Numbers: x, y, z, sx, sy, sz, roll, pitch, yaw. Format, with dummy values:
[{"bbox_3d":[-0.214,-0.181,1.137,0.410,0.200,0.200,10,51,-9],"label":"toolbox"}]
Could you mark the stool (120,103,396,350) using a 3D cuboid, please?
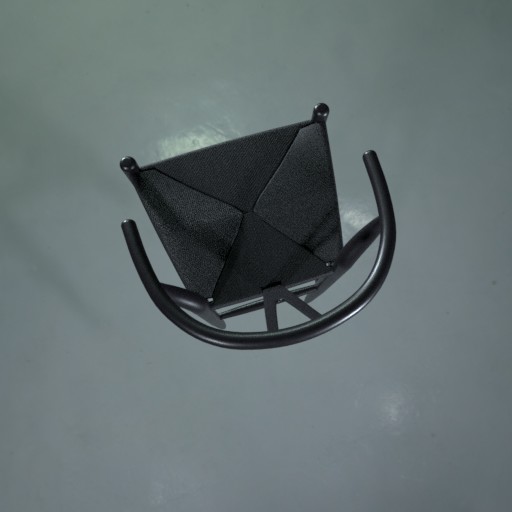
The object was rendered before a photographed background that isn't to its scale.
[{"bbox_3d":[0.000,0.000,1.369,0.569,1.072,0.579,-17,78,-4],"label":"stool"}]
